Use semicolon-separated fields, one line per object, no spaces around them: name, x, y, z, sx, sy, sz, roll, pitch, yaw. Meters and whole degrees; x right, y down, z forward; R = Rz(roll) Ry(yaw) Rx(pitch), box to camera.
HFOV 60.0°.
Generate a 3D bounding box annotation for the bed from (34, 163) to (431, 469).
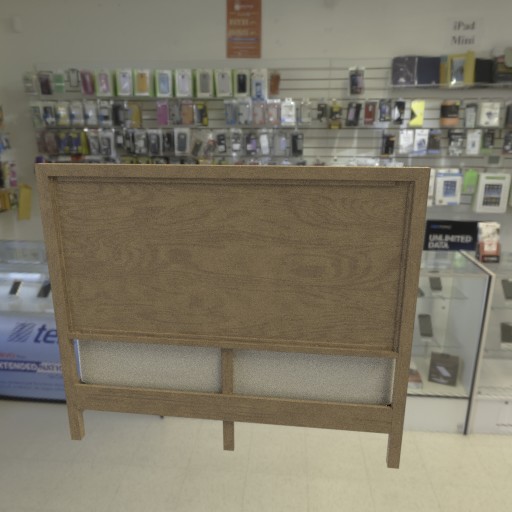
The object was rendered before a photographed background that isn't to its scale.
bed;0.000;0.000;3.002;1.606;1.369;2.189;2;16;7
